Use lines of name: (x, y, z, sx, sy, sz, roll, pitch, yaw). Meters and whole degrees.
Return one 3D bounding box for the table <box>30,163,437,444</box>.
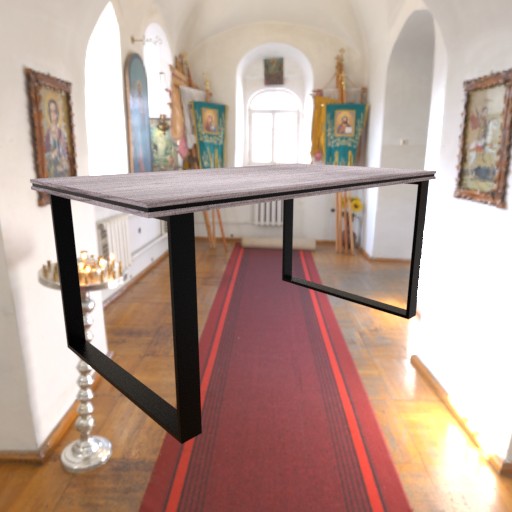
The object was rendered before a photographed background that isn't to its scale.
table: (0.000, 0.000, 2.028, 1.579, 0.736, 0.881, -14, 20, -42)
